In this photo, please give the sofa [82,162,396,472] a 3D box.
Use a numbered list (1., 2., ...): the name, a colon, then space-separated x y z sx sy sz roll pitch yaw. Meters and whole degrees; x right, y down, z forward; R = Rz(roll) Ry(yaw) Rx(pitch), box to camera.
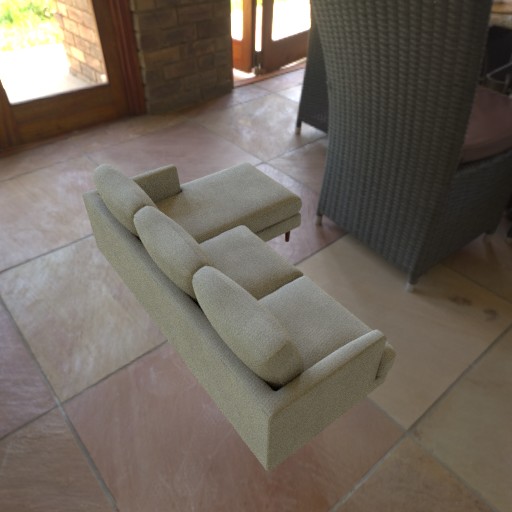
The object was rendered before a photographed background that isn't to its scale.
1. sofa: 0.000 0.000 3.024 1.504 0.956 2.233 -26 47 -27
